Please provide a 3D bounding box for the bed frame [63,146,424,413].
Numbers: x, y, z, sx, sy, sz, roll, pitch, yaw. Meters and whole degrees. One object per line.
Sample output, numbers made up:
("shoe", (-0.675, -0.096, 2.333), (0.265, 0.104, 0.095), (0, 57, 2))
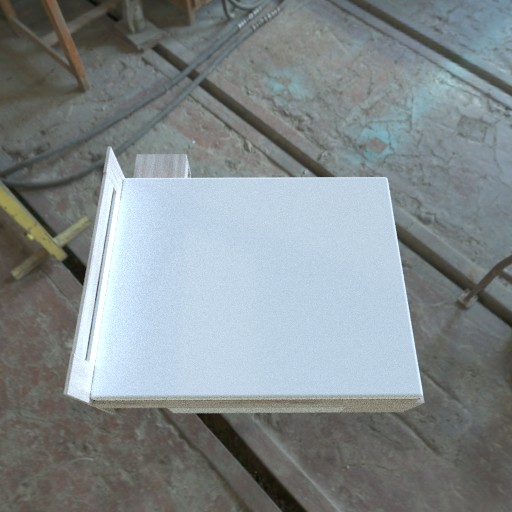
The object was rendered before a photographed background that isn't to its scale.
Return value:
("bed frame", (0.000, 0.000, 3.181), (2.050, 0.860, 2.040), (0, 64, 0))
